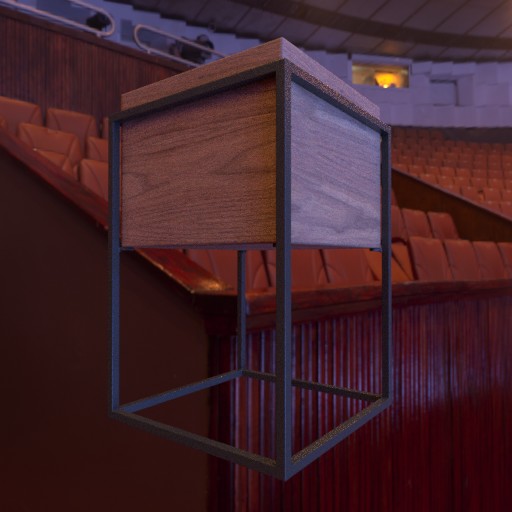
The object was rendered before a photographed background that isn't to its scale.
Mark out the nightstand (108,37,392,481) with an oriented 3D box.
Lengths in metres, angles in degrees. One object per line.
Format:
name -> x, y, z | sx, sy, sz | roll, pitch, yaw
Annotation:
nightstand -> 0.000, 0.000, 0.870 | 0.397, 0.607, 0.397 | 0, -1, 37
